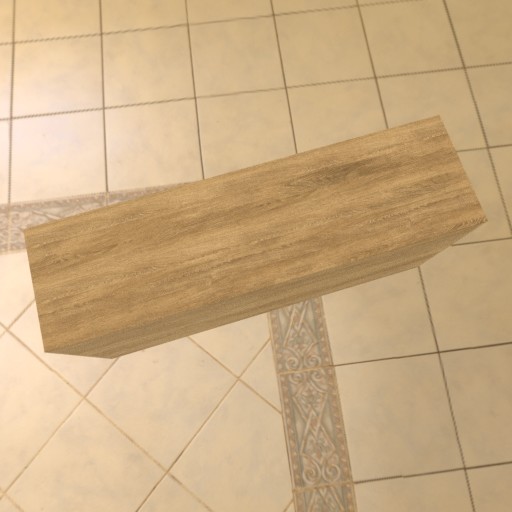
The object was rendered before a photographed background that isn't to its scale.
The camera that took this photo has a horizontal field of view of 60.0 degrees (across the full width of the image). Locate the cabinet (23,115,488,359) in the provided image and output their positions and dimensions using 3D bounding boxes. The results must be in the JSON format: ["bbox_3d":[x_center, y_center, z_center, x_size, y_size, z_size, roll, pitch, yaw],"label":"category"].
[{"bbox_3d":[0.000,0.000,2.004,1.600,0.870,0.450,-16,76,-4],"label":"cabinet"}]
